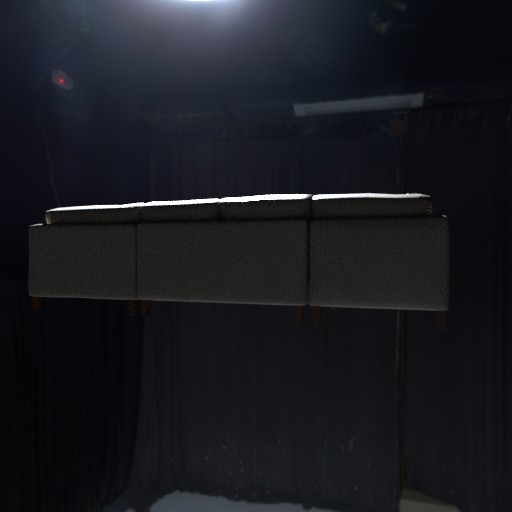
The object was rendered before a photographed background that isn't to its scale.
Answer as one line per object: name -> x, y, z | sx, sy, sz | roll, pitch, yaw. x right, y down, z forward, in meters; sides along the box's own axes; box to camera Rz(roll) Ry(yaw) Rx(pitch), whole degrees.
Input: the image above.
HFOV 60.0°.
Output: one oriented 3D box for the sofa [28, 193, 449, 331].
sofa -> 0.000, 0.000, 4.592 | 3.460, 0.961, 2.594 | 0, 0, 18
